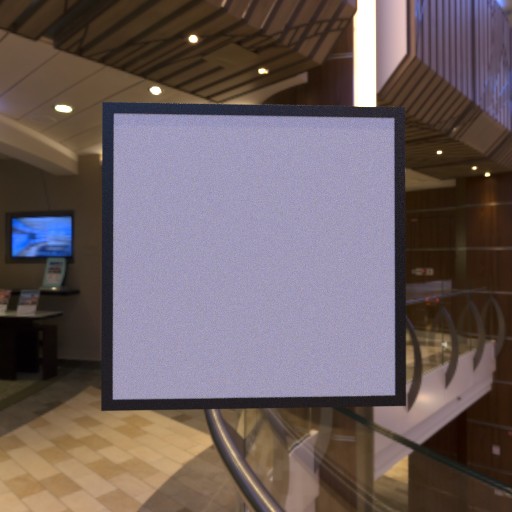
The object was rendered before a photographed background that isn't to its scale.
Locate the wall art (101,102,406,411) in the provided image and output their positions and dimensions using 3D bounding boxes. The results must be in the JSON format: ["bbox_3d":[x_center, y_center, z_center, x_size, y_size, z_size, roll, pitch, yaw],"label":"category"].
[{"bbox_3d":[0.000,0.000,1.188,0.807,0.807,0.022,0,-1,-3],"label":"wall art"}]
